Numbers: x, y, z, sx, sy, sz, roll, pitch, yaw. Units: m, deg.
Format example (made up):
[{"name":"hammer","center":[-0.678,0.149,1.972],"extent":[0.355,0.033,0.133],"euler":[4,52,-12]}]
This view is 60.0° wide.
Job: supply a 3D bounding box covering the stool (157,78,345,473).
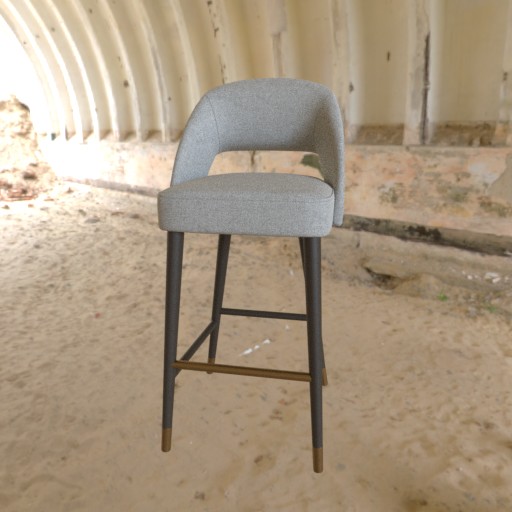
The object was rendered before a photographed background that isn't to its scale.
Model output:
[{"name":"stool","center":[0.000,0.000,1.311],"extent":[0.494,1.037,0.509],"euler":[3,16,10]}]
